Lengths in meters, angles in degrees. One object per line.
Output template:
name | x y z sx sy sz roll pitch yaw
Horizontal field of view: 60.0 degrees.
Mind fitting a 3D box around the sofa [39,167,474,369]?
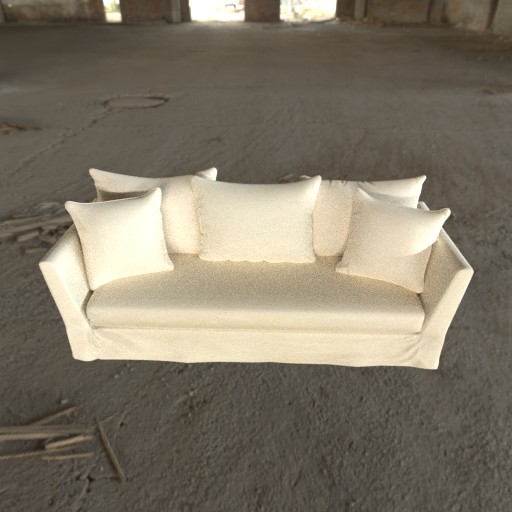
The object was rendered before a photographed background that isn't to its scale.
sofa | 0.000 0.000 3.052 2.484 1.042 1.030 1 31 2
